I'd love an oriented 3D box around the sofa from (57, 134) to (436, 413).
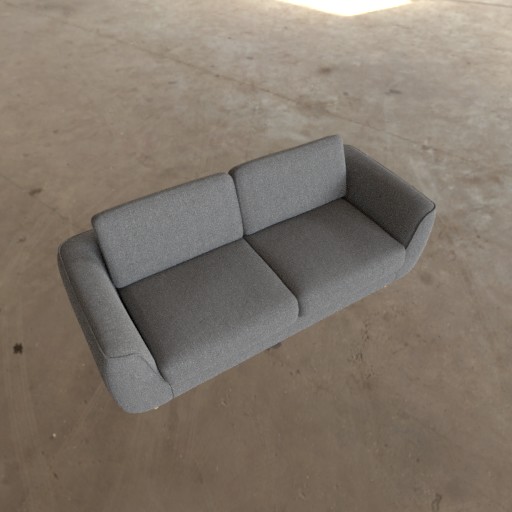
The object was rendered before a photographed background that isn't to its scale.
[{"bbox_3d":[0.000,0.000,2.544,2.000,0.870,0.920,-23,49,-22],"label":"sofa"}]
